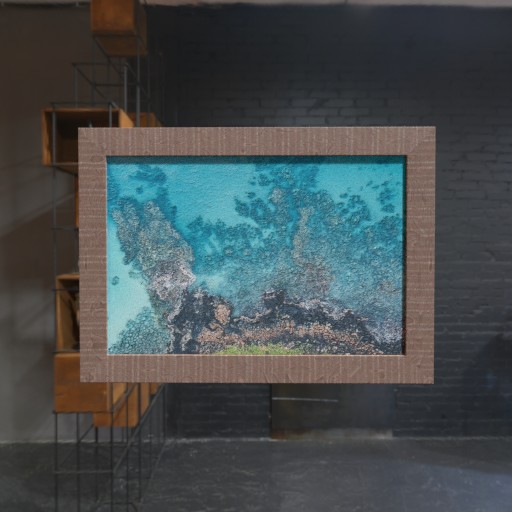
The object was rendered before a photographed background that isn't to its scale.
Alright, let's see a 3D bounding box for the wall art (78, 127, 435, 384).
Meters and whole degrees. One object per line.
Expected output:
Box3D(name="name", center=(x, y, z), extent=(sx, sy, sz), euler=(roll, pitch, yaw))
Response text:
Box3D(name="wall art", center=(0.000, 0.000, 1.325), extent=(1.056, 0.761, 0.020), euler=(0, 1, 1))
